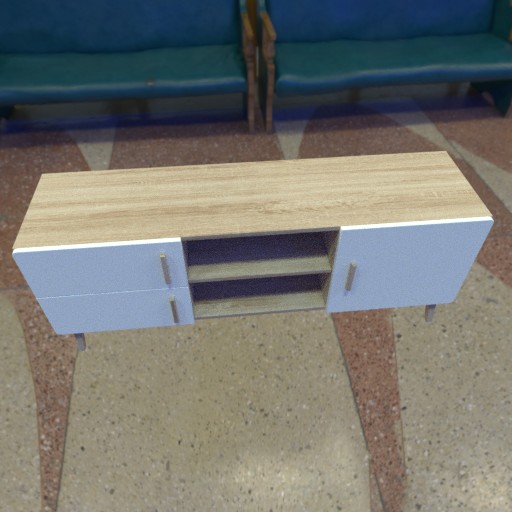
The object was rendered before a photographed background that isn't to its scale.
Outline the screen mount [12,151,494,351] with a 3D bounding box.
[{"bbox_3d":[0.000,0.000,1.700,1.500,0.570,0.420,-4,46,-4],"label":"screen mount"}]
